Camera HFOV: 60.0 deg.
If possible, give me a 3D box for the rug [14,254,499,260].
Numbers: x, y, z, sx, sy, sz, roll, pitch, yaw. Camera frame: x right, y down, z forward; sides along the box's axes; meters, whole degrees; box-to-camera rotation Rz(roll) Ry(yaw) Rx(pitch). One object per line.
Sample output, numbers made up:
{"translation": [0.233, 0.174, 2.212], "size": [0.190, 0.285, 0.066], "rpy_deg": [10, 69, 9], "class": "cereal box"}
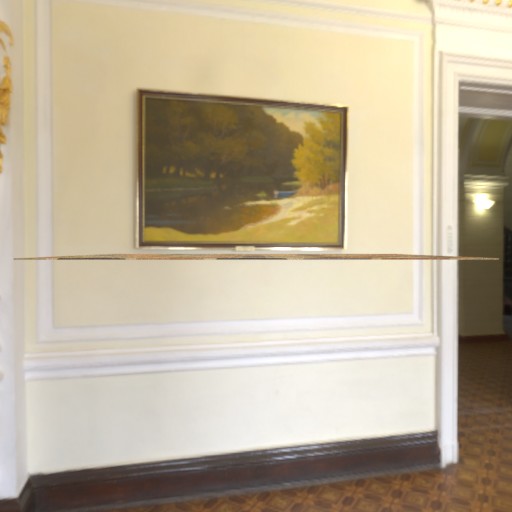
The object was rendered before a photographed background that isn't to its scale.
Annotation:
{"translation": [0.000, 0.000, 2.846], "size": [2.284, 0.006, 1.521], "rpy_deg": [0, 1, 0], "class": "rug"}
